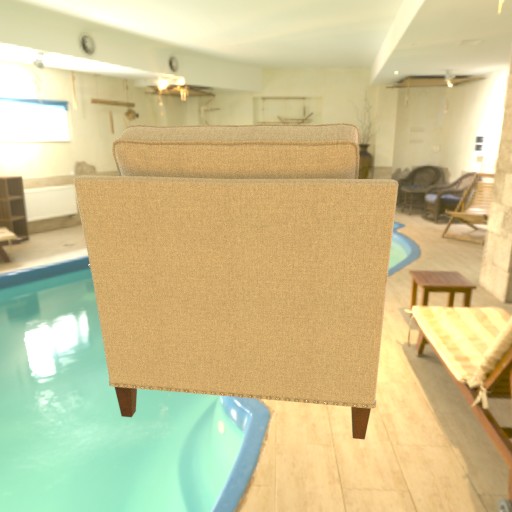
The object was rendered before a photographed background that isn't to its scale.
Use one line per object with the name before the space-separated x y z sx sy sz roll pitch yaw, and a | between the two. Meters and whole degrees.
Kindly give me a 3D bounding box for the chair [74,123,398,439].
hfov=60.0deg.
chair | 0.000 0.000 1.685 0.853 0.943 1.014 2 15 8
